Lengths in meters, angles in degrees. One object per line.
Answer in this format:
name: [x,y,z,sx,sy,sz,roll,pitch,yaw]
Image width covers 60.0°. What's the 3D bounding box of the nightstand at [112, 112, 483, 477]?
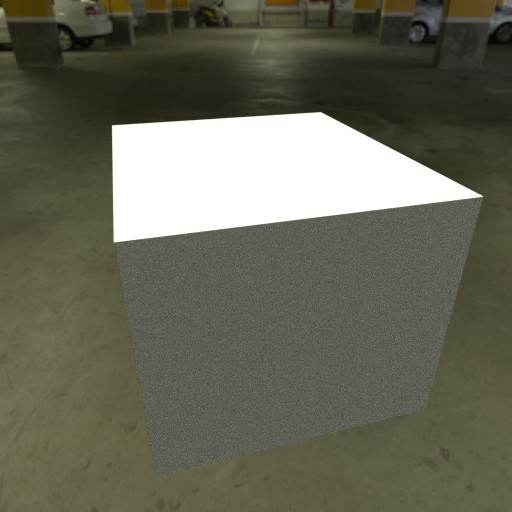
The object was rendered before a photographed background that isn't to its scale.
nightstand: [0.000,0.000,0.742,0.408,0.351,0.470,-8,31,-14]
